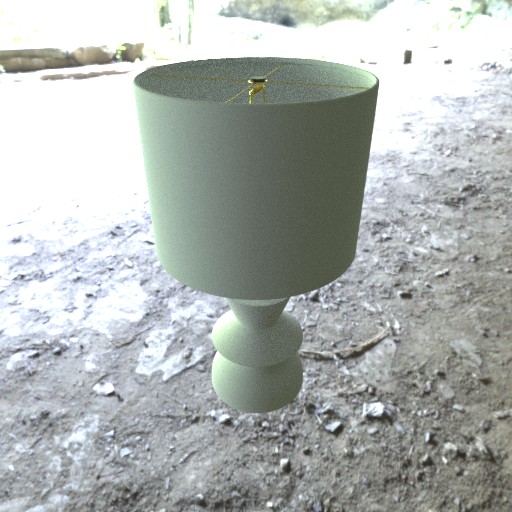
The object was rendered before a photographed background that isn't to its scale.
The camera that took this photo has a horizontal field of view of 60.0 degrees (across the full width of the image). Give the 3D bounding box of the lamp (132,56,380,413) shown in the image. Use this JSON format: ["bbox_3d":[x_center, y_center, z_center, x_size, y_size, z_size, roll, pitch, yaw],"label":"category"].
[{"bbox_3d":[0.000,0.000,0.694,0.301,0.533,0.301,9,33,14],"label":"lamp"}]
